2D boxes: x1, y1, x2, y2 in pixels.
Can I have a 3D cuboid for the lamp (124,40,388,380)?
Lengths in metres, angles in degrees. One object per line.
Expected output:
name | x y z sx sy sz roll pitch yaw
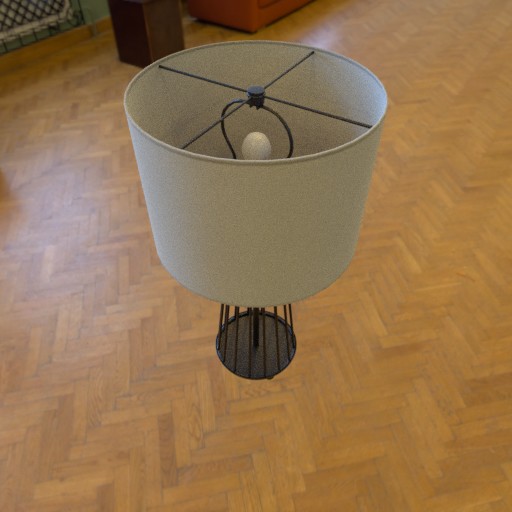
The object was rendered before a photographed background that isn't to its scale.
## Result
lamp | 0.000 0.000 0.761 0.322 0.593 0.322 24 50 22
